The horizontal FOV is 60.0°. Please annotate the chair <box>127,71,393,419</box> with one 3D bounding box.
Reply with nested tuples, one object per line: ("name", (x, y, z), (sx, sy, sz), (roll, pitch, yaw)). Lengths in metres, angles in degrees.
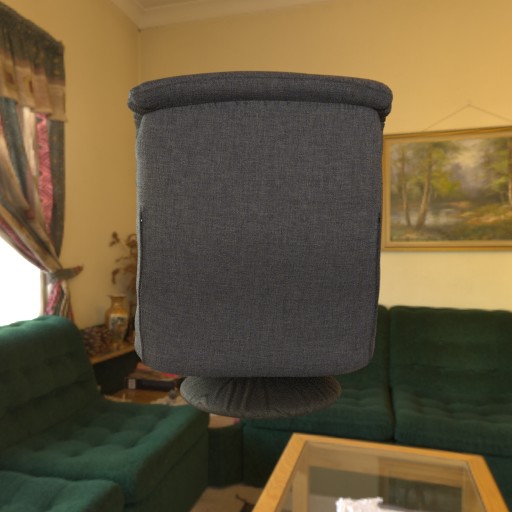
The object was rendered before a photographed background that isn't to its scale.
("chair", (0.000, 0.000, 1.204), (0.597, 0.749, 0.668), (0, 0, -1))
